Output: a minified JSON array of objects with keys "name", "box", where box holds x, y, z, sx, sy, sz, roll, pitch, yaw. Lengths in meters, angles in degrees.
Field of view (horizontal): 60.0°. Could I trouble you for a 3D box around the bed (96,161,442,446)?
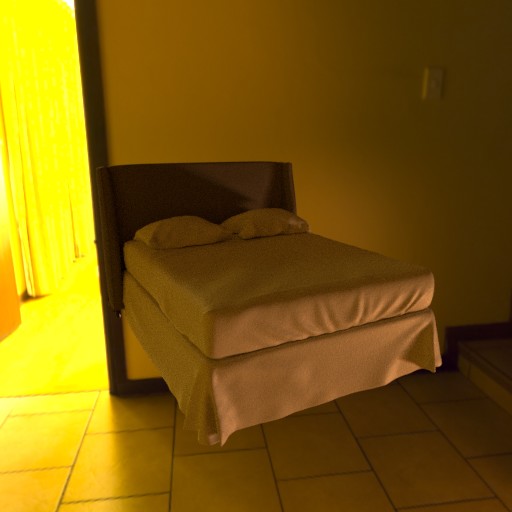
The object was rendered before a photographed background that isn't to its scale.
[{"name":"bed","box":[0.000,0.000,3.418,1.925,1.332,2.276,-8,16,-27]}]
